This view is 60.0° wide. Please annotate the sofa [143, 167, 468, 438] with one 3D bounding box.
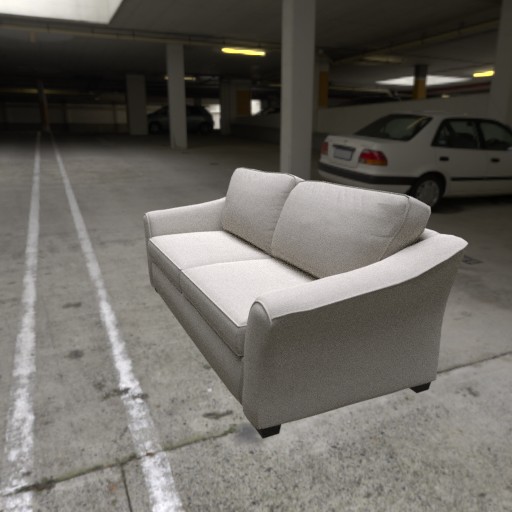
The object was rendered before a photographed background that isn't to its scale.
[{"bbox_3d":[0.000,0.000,2.731,0.980,0.965,2.270,-7,17,-24],"label":"sofa"}]
